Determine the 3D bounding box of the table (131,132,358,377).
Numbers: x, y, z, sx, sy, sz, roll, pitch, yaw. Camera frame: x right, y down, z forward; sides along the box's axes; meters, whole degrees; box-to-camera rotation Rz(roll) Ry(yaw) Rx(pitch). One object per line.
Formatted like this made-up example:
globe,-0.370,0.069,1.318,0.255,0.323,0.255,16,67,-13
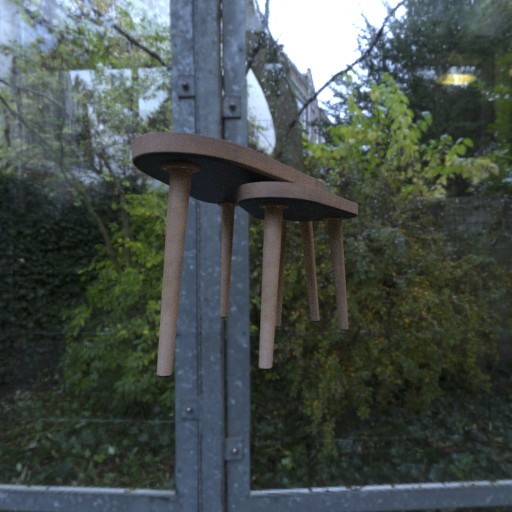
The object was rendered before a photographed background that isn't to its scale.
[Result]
table,0.000,0.000,1.606,0.701,0.595,1.190,0,0,17
